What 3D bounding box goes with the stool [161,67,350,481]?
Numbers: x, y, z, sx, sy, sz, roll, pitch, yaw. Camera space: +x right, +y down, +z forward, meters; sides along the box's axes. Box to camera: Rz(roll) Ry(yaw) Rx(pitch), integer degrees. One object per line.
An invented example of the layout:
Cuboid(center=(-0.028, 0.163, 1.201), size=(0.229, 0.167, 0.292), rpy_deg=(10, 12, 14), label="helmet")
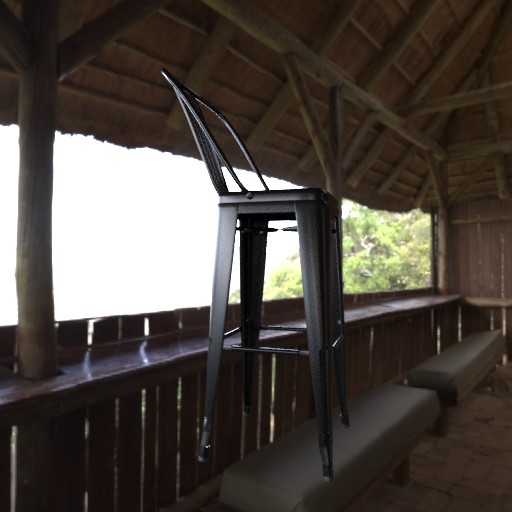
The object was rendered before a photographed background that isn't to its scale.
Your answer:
Cuboid(center=(0.000, 0.000, 1.321), size=(0.513, 1.096, 0.399), rpy_deg=(0, 0, 18), label="stool")
